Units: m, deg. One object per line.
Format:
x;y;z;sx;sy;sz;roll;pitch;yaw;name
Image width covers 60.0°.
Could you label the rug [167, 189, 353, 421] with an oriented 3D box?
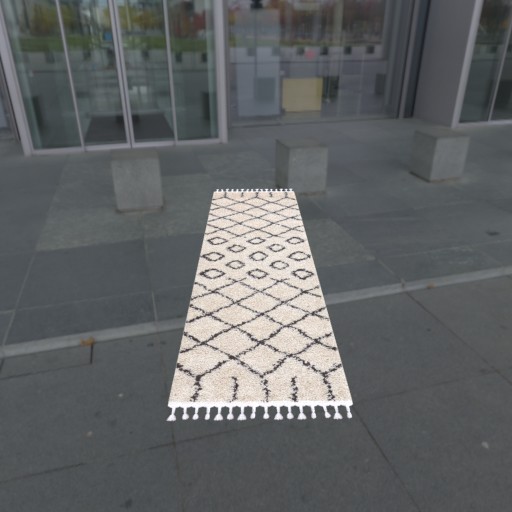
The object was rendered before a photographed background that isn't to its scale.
0.000;0.000;2.616;0.660;0.005;2.464;0;27;-1;rug
